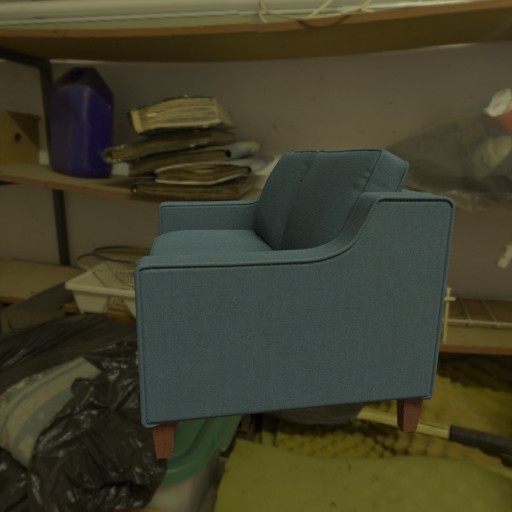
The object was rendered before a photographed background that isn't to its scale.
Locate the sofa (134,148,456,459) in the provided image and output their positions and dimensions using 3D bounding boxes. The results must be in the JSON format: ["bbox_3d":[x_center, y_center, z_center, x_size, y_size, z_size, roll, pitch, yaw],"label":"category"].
[{"bbox_3d":[0.000,0.000,2.058,0.987,0.971,1.501,-2,14,-9],"label":"sofa"}]
